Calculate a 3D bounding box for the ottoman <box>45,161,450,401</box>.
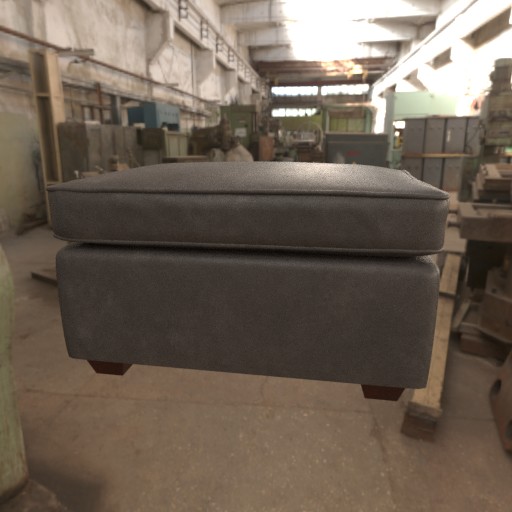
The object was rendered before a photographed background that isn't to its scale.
[{"bbox_3d":[0.000,0.000,1.084,0.756,0.445,0.554,3,15,9],"label":"ottoman"}]
